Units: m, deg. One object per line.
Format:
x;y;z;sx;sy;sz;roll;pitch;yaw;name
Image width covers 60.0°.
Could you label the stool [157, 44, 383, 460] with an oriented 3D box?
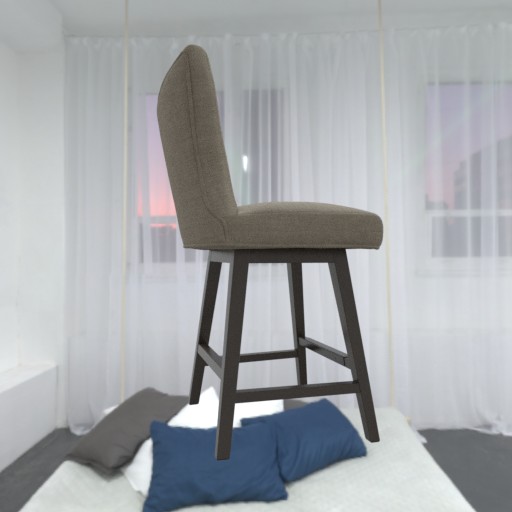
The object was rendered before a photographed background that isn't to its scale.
0.000;0.000;1.340;0.574;1.000;0.514;0;0;-18;stool
